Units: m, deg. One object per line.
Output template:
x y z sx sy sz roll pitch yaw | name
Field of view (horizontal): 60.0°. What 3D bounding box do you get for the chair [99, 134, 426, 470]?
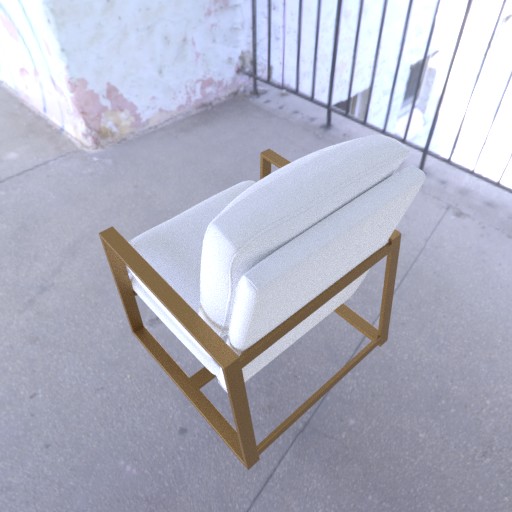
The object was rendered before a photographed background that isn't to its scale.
0.000 0.000 1.595 0.805 0.966 0.813 -33 54 -28 | chair
